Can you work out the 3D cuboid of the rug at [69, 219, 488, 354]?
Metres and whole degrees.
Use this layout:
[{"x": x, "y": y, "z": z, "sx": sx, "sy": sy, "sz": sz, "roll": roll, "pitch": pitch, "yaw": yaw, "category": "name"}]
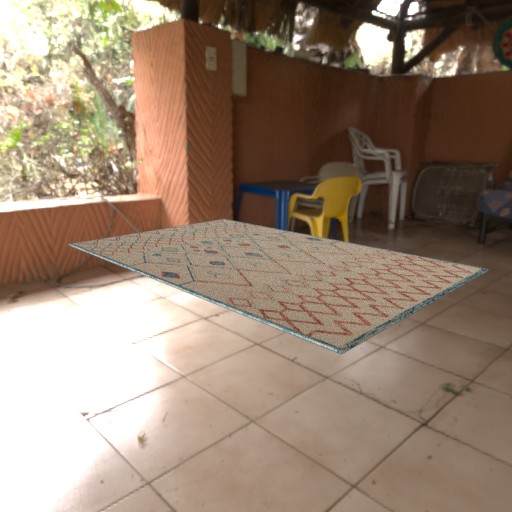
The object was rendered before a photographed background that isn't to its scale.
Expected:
[{"x": 0.000, "y": 0.000, "z": 2.985, "sx": 1.524, "sy": 0.015, "sz": 2.438, "roll": -14, "pitch": 20, "yaw": -43, "category": "rug"}]
